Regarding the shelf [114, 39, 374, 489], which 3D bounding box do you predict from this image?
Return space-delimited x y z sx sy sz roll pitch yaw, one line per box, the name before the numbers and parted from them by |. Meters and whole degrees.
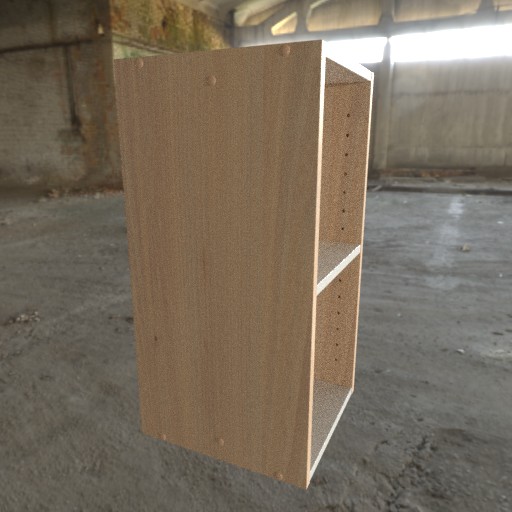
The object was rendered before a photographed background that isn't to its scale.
shelf | 0.000 0.000 0.749 0.297 0.594 0.290 7 16 24
